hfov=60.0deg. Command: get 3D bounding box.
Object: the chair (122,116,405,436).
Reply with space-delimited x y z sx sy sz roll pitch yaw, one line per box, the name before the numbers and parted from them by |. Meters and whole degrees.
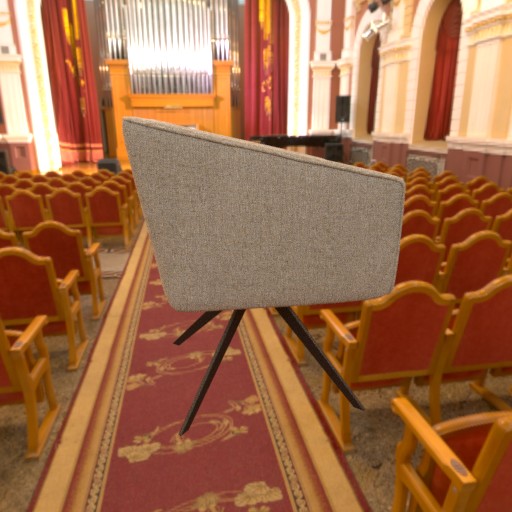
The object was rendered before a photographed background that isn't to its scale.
chair | 0.000 0.000 1.282 0.623 0.760 0.628 -3 17 -9
